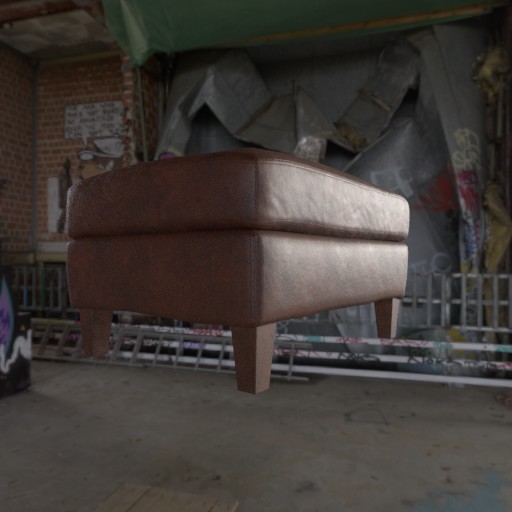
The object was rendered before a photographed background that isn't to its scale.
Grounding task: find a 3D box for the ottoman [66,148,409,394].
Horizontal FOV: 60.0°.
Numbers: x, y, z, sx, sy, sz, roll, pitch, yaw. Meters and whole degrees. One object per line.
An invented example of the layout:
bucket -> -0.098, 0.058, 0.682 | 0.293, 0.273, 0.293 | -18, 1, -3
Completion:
ottoman -> 0.000, 0.000, 1.307 | 0.659, 0.527, 0.887 | 0, 0, 37
